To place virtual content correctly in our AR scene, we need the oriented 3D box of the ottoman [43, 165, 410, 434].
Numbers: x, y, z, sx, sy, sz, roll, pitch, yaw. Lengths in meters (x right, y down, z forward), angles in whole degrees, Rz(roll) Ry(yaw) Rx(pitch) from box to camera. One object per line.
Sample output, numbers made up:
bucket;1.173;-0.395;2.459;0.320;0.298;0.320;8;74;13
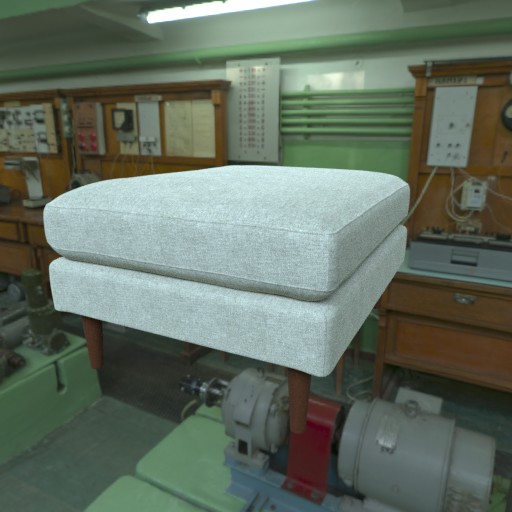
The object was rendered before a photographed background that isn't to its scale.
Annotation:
ottoman;0.000;0.000;1.239;0.693;0.474;0.821;8;18;26
